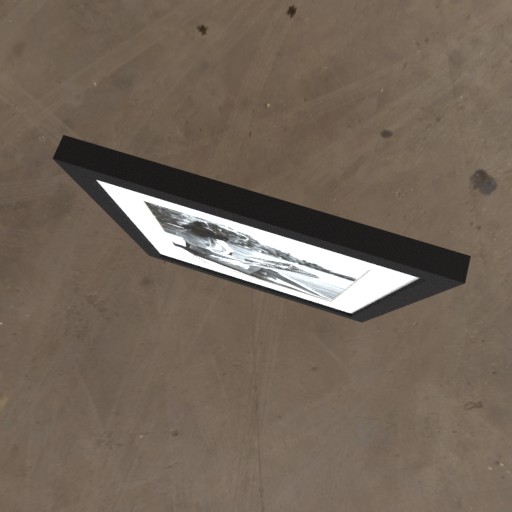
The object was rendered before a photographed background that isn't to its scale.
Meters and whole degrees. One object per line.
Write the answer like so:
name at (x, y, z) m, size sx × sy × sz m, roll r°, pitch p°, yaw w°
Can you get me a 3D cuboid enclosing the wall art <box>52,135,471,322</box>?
wall art at (0.000, 0.000, 0.699) m, size 0.462 × 0.458 × 0.030 m, roll 17°, pitch 77°, yaw 4°
